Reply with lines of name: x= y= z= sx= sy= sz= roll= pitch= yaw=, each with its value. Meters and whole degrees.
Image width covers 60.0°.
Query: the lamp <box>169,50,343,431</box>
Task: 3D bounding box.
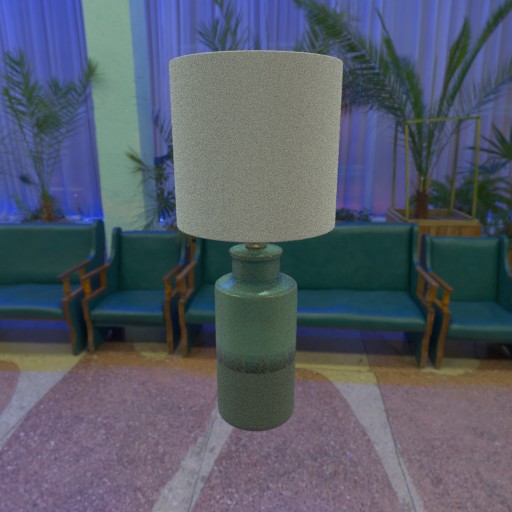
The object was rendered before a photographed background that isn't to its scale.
lamp: x=0.000 y=0.000 z=0.617 sx=0.212 sy=0.493 sz=0.212 roll=2 pitch=16 yaw=7
